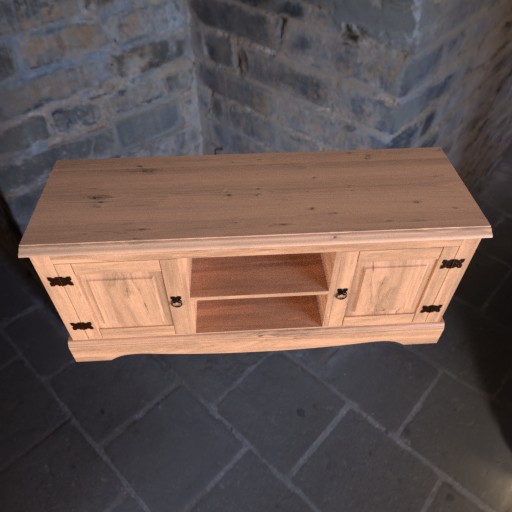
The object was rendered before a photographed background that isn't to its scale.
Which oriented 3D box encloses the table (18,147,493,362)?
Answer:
[{"bbox_3d":[0.000,0.000,1.429,1.200,0.510,0.400,-2,46,-2],"label":"table"}]
